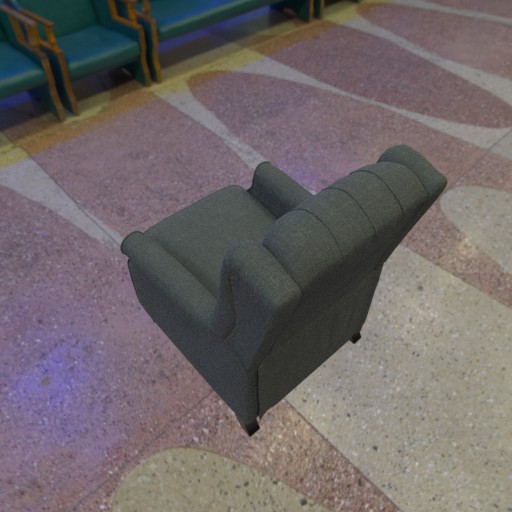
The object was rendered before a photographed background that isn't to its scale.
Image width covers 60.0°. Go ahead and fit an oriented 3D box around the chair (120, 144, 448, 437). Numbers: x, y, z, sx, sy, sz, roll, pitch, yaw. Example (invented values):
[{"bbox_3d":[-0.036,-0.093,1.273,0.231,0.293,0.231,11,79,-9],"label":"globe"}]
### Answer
[{"bbox_3d":[0.000,0.000,1.637,0.742,1.035,0.898,-33,56,-26],"label":"chair"}]
